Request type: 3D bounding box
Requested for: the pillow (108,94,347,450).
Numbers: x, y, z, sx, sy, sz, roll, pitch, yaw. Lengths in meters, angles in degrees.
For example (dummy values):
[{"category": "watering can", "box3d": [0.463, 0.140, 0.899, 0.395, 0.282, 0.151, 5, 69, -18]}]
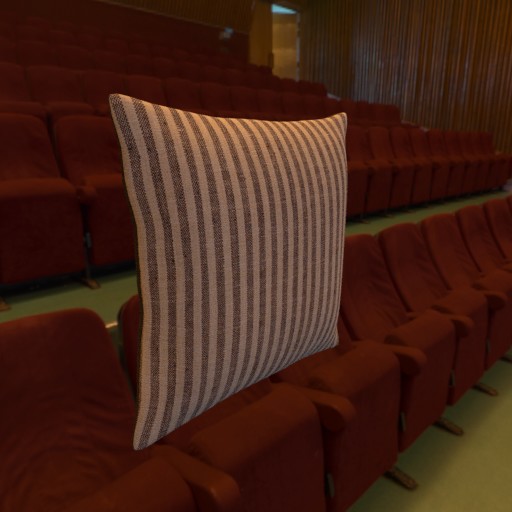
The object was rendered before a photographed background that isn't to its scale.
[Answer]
[{"category": "pillow", "box3d": [0.000, 0.000, 0.781, 0.523, 0.506, 0.166, -14, 20, -43]}]
